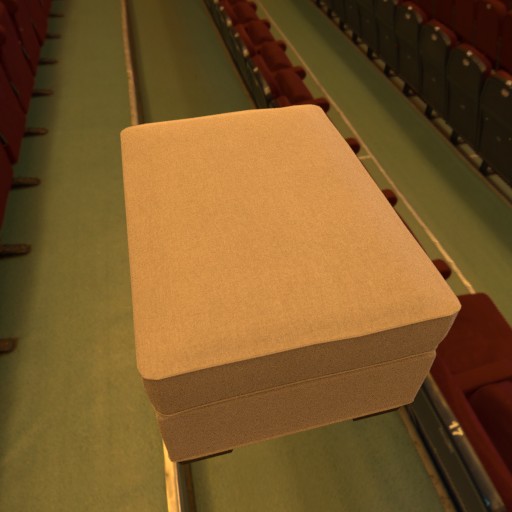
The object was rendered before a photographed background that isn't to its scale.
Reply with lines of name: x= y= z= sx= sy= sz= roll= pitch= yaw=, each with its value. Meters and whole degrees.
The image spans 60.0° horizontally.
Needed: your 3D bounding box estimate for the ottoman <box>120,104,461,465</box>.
ottoman: x=0.000 y=0.000 z=1.206 sx=0.617 sy=0.503 sz=0.846 roll=-10 pitch=47 yaw=-10
